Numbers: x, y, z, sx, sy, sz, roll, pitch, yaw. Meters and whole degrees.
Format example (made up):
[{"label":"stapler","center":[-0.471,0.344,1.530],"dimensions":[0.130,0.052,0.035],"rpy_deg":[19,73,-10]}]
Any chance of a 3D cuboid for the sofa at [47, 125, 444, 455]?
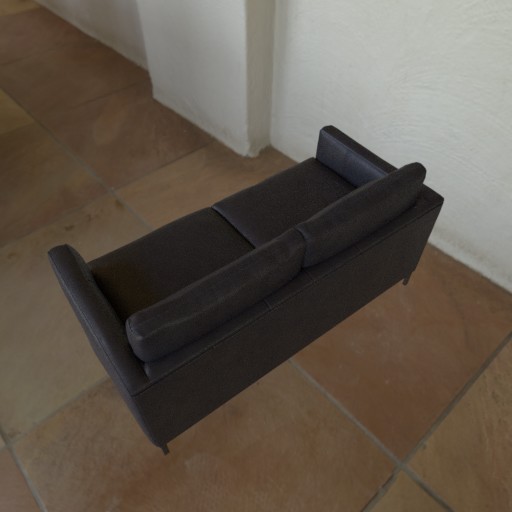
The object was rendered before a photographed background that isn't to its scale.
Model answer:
[{"label":"sofa","center":[0.000,0.000,2.301],"dimensions":[1.805,0.883,0.947],"rpy_deg":[-31,55,-25]}]
